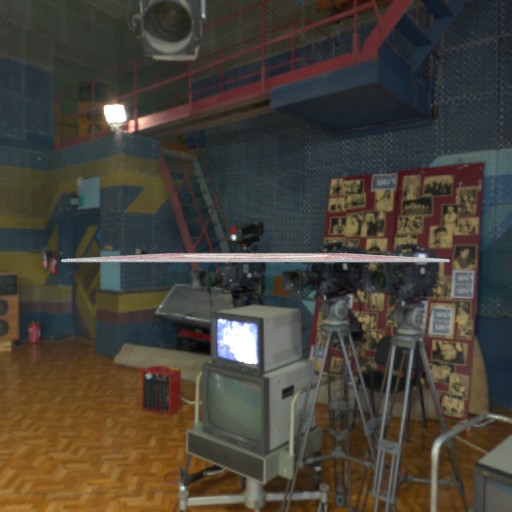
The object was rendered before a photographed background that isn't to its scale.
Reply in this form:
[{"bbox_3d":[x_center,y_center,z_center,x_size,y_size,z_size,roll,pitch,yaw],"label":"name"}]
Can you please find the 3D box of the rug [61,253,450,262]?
[{"bbox_3d":[0.000,0.000,2.874,1.555,0.011,2.232,0,1,0],"label":"rug"}]
